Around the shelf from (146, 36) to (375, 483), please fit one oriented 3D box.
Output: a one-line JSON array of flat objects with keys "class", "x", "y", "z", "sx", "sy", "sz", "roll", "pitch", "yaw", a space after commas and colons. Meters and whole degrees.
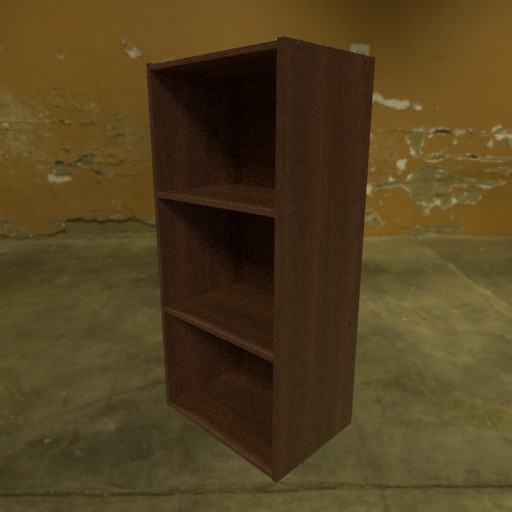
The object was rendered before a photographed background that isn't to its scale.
[{"class": "shelf", "x": 0.000, "y": 0.000, "z": 1.076, "sx": 0.414, "sy": 0.879, "sz": 0.290, "roll": 15, "pitch": 21, "yaw": 43}]
